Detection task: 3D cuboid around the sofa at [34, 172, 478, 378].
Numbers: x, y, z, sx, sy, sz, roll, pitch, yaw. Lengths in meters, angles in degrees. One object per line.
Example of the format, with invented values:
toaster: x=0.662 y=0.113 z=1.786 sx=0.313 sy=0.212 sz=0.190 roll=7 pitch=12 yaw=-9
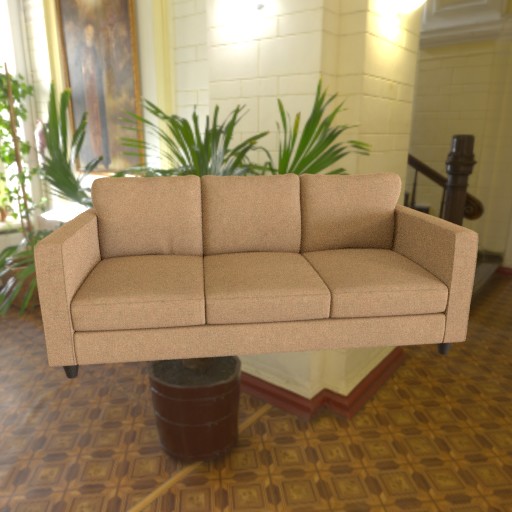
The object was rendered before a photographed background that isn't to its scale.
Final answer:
sofa: x=0.000 y=0.000 z=2.295 sx=1.855 sy=0.800 sz=0.930 roll=-2 pitch=15 yaw=-7
